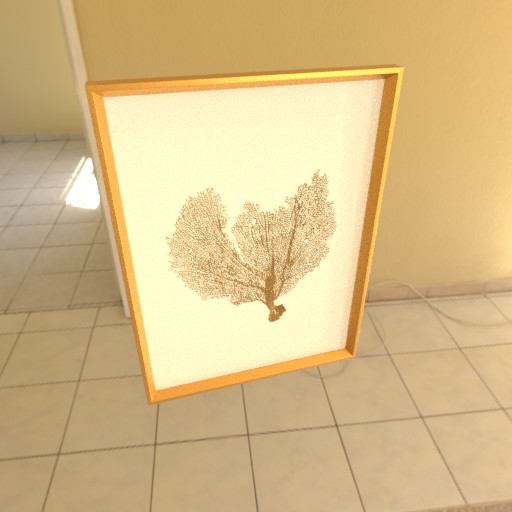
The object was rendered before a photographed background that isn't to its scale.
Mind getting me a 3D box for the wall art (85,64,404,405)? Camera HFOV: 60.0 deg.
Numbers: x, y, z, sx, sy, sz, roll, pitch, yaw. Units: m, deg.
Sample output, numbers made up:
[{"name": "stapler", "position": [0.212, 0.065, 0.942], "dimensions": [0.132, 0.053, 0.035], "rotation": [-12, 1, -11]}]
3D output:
[{"name": "wall art", "position": [0.000, 0.000, 1.050], "dimensions": [0.610, 0.812, 0.038], "rotation": [-9, 34, -14]}]
